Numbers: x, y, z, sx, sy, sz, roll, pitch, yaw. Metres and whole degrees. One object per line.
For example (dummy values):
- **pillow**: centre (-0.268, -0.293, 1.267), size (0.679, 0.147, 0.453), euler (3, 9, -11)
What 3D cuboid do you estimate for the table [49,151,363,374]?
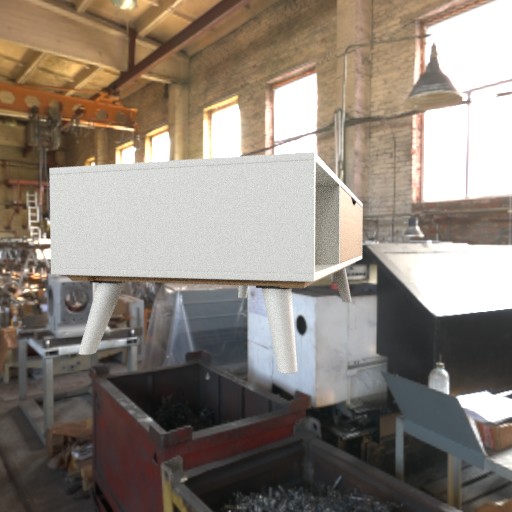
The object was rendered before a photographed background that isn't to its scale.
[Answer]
- **table**: centre (0.000, 0.000, 1.494), size (0.609, 0.432, 1.194), euler (1, 2, 18)
